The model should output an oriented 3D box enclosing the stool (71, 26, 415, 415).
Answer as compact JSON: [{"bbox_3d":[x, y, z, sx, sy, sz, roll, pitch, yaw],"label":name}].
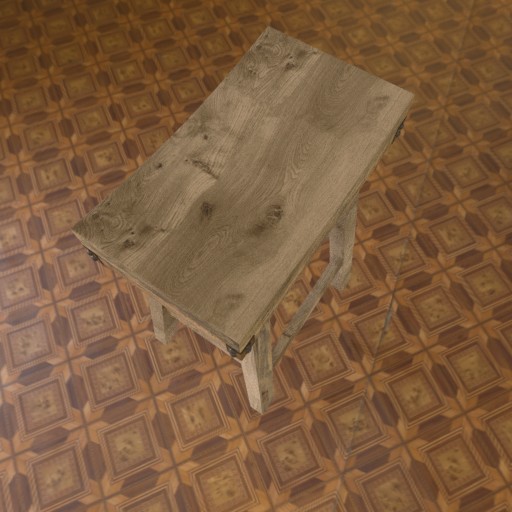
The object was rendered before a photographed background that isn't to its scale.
[{"bbox_3d":[0.000,0.000,0.878,0.330,0.635,0.450,32,69,14],"label":"stool"}]
